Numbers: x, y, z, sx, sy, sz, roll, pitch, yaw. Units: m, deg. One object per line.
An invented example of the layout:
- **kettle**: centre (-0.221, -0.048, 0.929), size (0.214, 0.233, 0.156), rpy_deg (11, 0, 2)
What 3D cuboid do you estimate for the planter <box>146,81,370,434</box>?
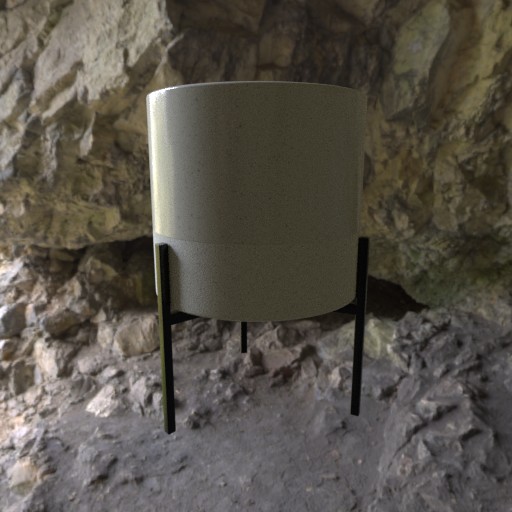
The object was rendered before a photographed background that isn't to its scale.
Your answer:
- **planter**: centre (0.000, 0.000, 0.342), size (0.152, 0.230, 0.159), rpy_deg (-2, 13, -9)
